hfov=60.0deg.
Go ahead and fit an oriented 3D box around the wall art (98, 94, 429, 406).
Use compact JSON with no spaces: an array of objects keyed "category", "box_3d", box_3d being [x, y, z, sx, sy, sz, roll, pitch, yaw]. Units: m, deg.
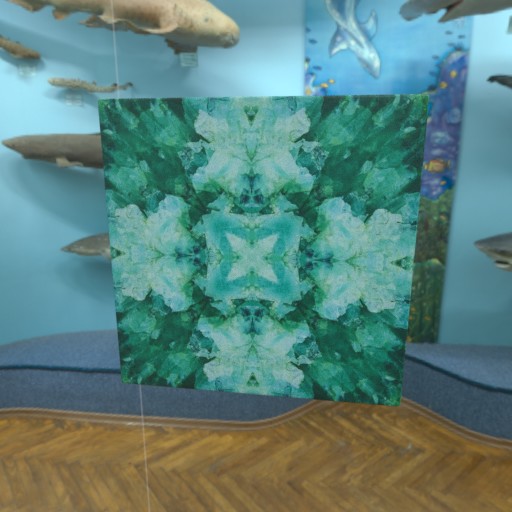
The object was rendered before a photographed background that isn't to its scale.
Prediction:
[{"category":"wall art","box_3d":[0.000,0.000,0.752,0.507,0.508,0.038,2,15,8]}]
